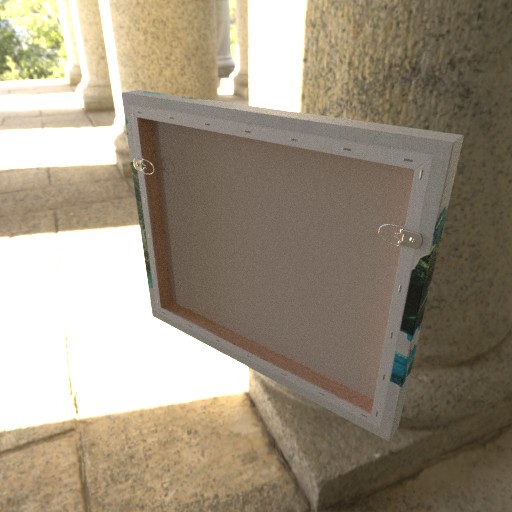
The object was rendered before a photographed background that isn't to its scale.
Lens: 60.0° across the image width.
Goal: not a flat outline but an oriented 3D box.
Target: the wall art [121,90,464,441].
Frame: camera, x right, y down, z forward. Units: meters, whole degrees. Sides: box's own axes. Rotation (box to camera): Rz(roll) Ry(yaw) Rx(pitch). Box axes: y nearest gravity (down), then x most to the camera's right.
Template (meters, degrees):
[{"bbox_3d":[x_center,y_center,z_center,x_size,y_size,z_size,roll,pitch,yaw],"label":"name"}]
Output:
[{"bbox_3d":[0.000,0.000,0.682,0.507,0.435,0.041,20,35,32],"label":"wall art"}]
